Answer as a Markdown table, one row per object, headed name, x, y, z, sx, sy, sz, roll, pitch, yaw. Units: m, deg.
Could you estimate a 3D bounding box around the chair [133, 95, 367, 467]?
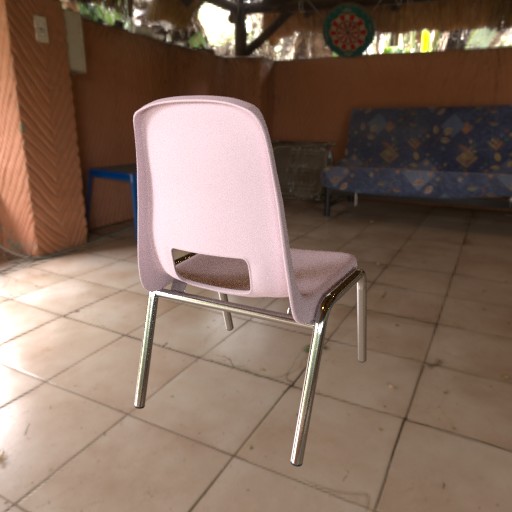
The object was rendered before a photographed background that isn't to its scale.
| name | x | y | z | sx | sy | sz | roll | pitch | yaw |
| --- | --- | --- | --- | --- | --- | --- | --- | --- | --- |
| chair | 0.000 | 0.000 | 0.810 | 0.354 | 0.536 | 0.385 | 9 | 19 | 26 |
